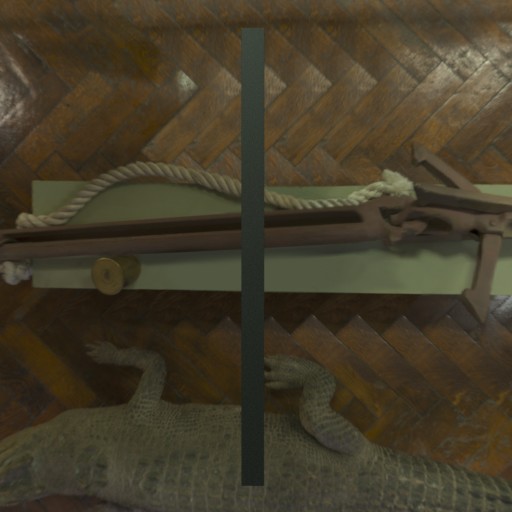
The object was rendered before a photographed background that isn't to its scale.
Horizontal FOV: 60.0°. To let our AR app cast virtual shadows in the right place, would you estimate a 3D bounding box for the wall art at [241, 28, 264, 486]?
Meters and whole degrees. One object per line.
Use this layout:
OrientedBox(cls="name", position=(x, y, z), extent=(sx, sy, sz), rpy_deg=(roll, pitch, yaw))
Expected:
OrientedBox(cls="wall art", position=(0.000, 0.000, 0.772), extent=(0.028, 0.460, 0.561), rpy_deg=(0, 91, 1))
